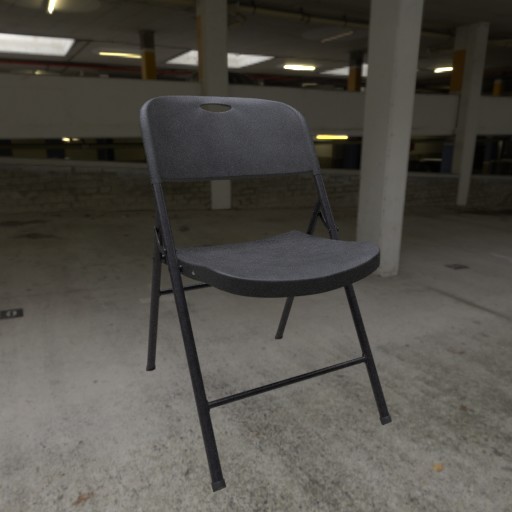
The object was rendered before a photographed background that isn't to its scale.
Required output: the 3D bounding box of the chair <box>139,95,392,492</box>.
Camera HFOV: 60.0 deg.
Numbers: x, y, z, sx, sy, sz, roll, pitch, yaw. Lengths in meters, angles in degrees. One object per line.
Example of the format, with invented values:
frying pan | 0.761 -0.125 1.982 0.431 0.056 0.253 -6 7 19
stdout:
chair | 0.000 0.000 1.147 0.494 0.810 0.566 -8 18 -27
